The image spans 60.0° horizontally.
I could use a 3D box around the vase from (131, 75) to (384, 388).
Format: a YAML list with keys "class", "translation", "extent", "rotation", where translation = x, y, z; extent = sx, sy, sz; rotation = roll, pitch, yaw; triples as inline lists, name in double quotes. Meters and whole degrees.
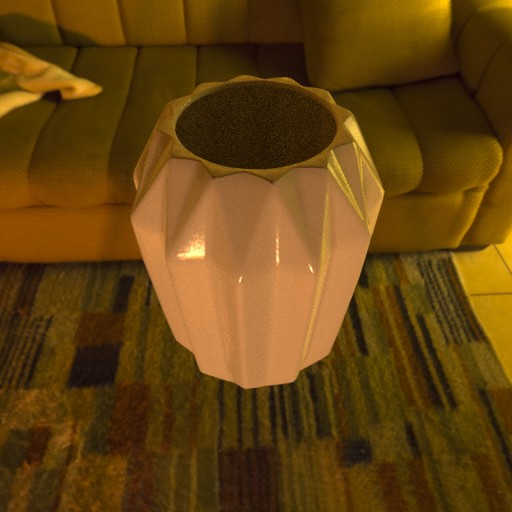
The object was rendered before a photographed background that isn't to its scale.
- class: "vase"
  translation: [0.000, 0.000, 0.401]
  extent: [0.195, 0.275, 0.195]
  rotation: [0, 48, 0]
